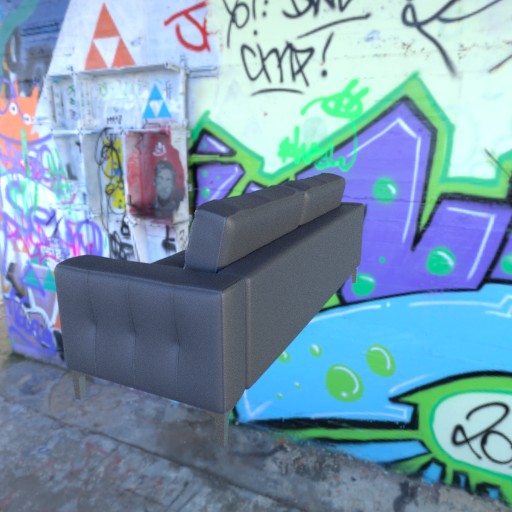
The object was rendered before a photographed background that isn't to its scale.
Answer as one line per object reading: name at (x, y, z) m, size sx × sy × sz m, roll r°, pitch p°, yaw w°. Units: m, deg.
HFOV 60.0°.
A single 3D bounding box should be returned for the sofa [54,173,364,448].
sofa at (0.000, 0.000, 2.691) m, size 0.833 × 0.893 × 2.275 m, roll 7°, pitch 17°, yaw 24°
